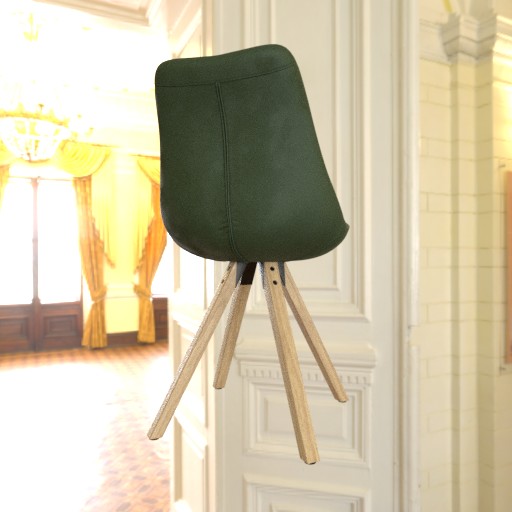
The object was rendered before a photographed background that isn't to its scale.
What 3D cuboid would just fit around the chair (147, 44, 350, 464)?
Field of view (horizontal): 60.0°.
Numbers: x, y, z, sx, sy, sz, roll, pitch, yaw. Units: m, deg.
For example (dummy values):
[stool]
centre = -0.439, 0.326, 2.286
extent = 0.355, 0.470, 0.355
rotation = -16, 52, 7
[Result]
[chair]
centre = 0.000, 0.000, 1.181
extent = 0.483, 0.865, 0.547
rotation = 0, 0, 19
